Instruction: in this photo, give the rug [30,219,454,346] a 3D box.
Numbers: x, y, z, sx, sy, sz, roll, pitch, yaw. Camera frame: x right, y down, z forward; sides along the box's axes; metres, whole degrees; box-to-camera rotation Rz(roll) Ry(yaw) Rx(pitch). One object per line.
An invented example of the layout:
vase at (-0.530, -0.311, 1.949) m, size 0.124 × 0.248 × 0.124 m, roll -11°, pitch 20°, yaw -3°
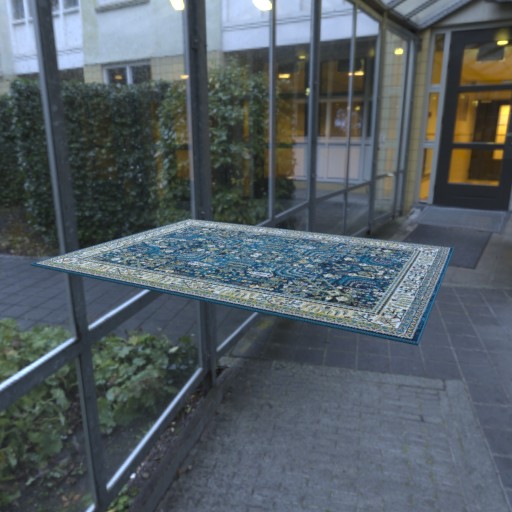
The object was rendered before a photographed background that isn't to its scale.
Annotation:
rug at (0.000, 0.000, 2.833) m, size 2.213 × 0.013 × 1.594 m, roll 8°, pitch 18°, yaw 27°
